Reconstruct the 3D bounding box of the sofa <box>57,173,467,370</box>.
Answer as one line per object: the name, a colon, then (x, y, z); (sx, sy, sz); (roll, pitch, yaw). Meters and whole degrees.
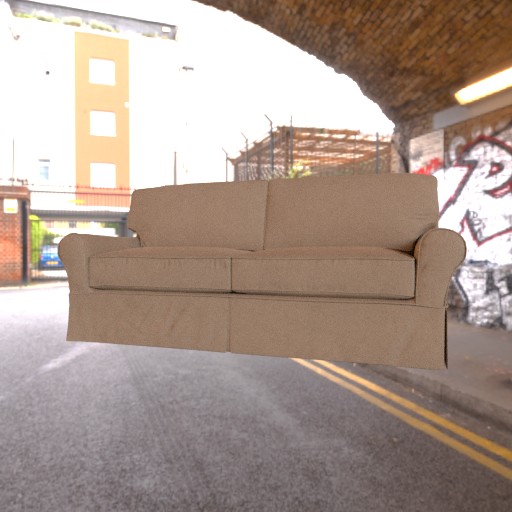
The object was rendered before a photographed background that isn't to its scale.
sofa: (0.000, 0.000, 2.705); (2.246, 1.014, 0.900); (0, 1, 18)
